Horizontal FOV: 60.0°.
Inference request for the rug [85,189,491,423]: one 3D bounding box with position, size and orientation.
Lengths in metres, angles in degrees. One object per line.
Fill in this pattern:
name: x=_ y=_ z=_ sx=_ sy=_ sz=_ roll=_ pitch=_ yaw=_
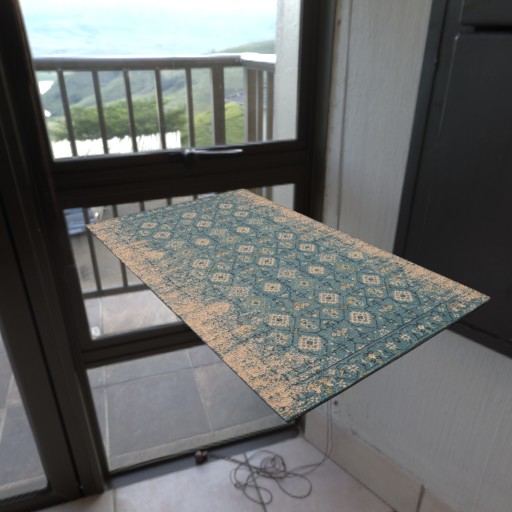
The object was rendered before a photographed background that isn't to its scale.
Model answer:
rug: x=0.000 y=0.000 z=2.166 sx=1.102 sy=0.008 sz=1.795 roll=-18 pitch=32 yaw=-32
